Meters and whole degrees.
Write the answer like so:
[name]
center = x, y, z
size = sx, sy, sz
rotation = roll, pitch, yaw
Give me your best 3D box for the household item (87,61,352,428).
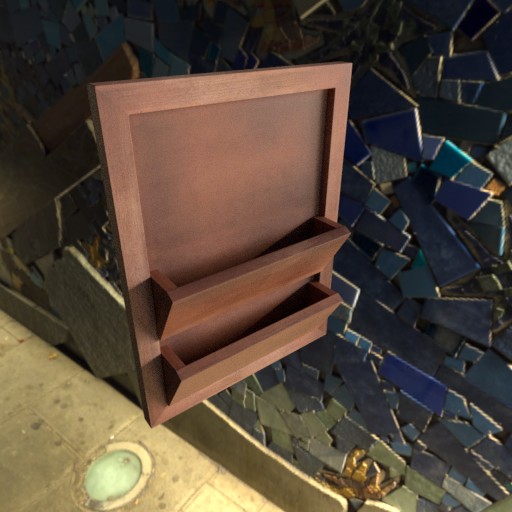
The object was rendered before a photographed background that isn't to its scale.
[household item]
center = 0.000, 0.000, 0.531
size = 0.310, 0.407, 0.067
rotation = -20, 35, -32
